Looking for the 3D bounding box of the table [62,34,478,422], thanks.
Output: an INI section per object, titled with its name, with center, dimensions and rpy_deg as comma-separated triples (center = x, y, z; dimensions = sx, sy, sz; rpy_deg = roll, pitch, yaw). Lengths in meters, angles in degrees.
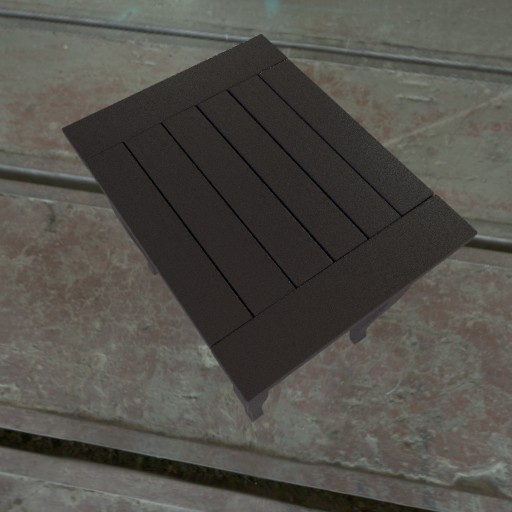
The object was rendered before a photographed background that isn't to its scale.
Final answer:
[table]
center = 0.000, 0.000, 1.039
dimensions = 0.460, 0.605, 0.602
rpy_deg = -32, 67, -15
